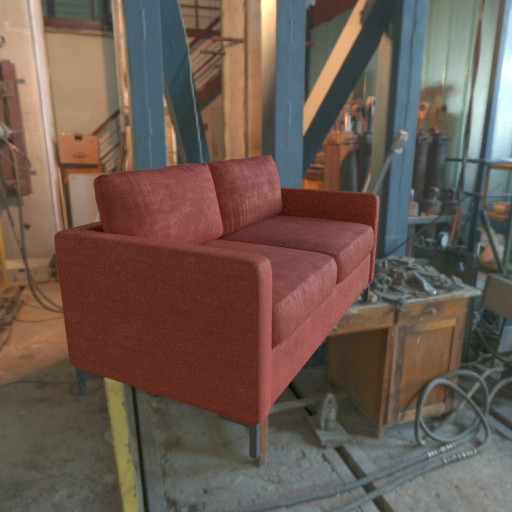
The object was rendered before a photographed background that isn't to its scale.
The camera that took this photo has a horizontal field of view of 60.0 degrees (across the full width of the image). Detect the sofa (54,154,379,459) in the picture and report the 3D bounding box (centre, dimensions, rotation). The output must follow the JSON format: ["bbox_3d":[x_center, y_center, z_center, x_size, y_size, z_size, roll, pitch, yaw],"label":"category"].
[{"bbox_3d":[0.000,0.000,2.128,0.864,0.896,1.574,7,17,26],"label":"sofa"}]
